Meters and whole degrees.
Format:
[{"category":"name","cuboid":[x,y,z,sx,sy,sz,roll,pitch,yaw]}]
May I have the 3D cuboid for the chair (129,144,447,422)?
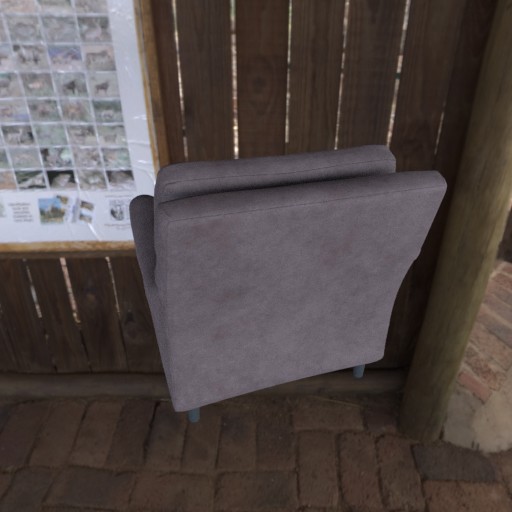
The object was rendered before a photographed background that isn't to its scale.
[{"category":"chair","cuboid":[0.000,0.000,1.851,0.955,0.997,1.070,-9,29,-17]}]
